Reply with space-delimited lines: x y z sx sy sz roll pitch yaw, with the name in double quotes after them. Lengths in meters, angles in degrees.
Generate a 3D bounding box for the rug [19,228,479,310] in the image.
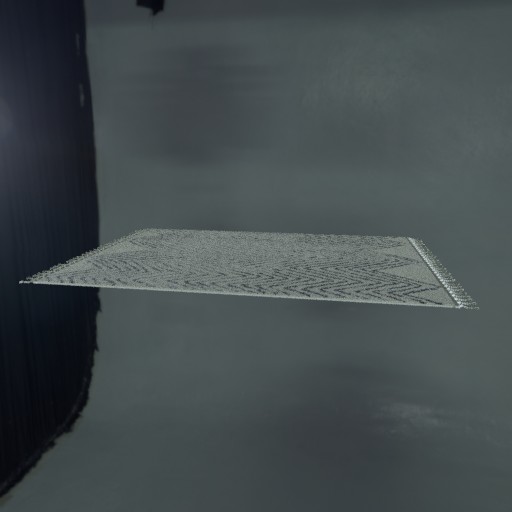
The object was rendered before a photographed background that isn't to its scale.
0.000 0.000 2.302 1.847 0.014 1.230 2 14 10 "rug"
